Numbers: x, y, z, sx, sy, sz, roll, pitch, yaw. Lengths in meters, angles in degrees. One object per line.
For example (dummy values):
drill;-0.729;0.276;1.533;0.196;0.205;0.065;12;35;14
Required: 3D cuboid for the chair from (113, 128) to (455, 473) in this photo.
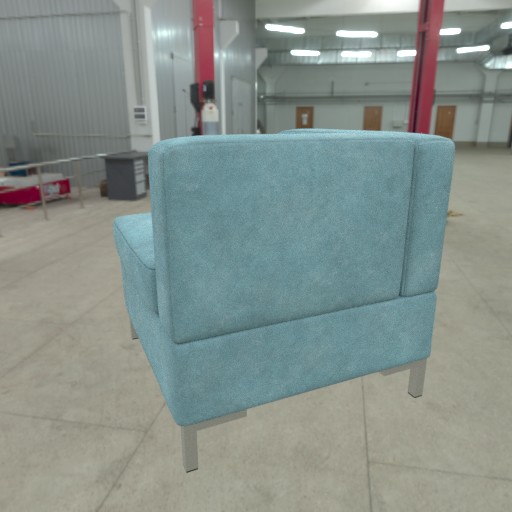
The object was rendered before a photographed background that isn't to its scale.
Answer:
chair;0.000;0.000;1.208;0.684;0.660;0.691;-8;19;-23
